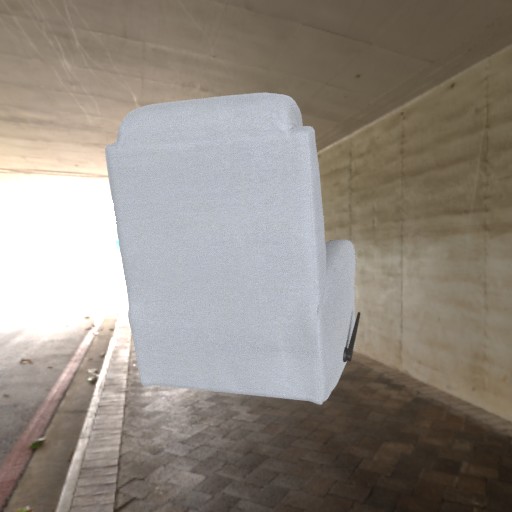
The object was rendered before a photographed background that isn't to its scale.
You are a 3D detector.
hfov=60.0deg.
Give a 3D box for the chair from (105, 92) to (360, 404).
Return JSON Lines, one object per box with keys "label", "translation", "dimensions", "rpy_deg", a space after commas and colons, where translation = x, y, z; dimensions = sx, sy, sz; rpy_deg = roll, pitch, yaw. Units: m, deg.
{"label": "chair", "translation": [0.000, 0.000, 1.799], "dimensions": [0.798, 1.013, 1.043], "rpy_deg": [0, 0, 18]}
